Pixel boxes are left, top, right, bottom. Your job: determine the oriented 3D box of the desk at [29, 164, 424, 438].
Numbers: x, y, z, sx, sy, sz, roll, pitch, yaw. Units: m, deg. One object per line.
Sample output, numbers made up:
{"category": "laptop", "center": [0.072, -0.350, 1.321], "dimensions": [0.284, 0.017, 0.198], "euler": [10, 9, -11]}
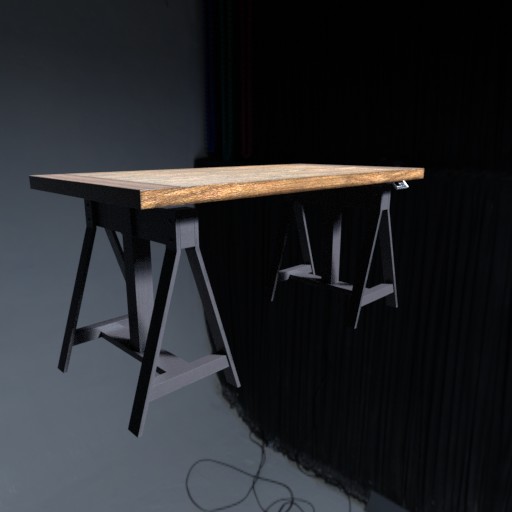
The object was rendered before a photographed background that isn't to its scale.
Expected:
{"category": "desk", "center": [0.000, 0.000, 1.932], "dimensions": [1.543, 0.725, 0.784], "euler": [-13, 19, -43]}
